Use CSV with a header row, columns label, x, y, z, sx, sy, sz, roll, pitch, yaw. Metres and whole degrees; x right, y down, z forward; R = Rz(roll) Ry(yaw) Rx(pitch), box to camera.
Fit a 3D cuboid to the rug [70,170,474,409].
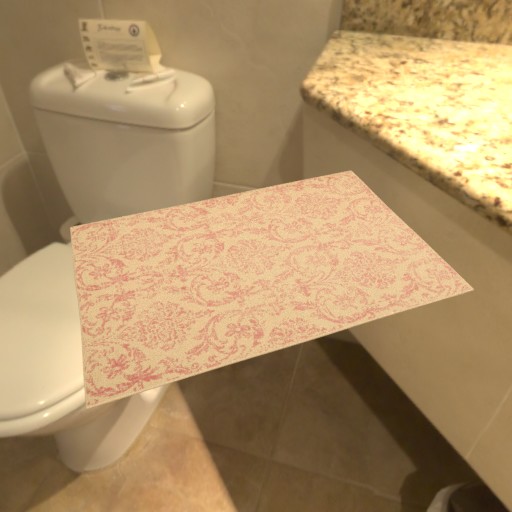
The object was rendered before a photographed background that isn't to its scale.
label,x,y,z,sx,sy,sz,roll,pitch,yaw
rug,0.000,0.000,3.537,2.746,0.018,1.819,-14,43,-15
